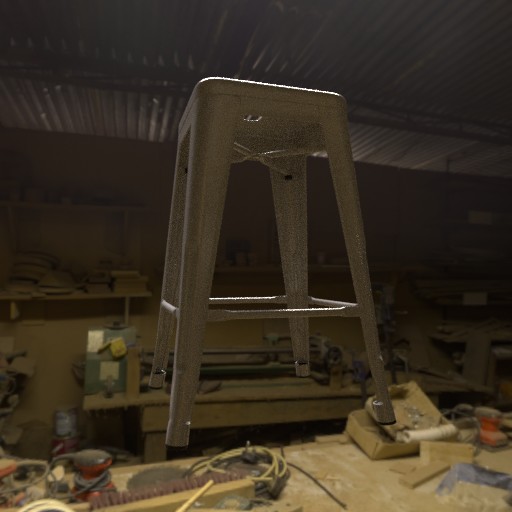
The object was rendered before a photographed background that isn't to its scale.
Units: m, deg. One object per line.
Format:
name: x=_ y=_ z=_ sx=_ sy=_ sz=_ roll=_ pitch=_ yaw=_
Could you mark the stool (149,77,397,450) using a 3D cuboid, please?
stool: x=0.000 y=0.000 z=0.925 sx=0.406 sy=0.610 sz=0.406 roll=1 pitch=-2 yaw=-17
